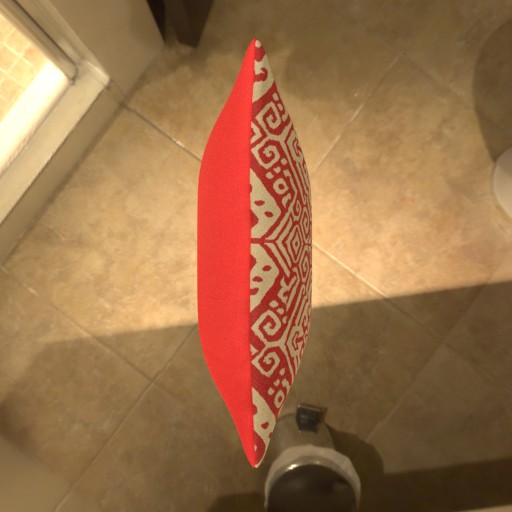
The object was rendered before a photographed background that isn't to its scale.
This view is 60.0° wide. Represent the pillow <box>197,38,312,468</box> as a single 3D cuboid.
[{"bbox_3d":[0.000,0.000,0.783,0.192,0.507,0.522,0,90,1],"label":"pillow"}]
